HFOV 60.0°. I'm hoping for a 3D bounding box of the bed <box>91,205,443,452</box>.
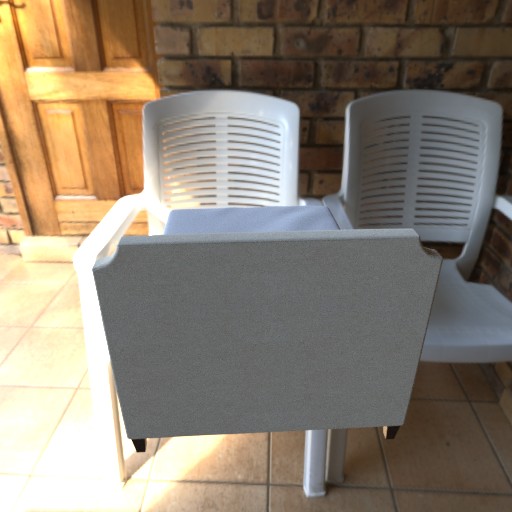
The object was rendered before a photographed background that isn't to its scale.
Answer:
[{"bbox_3d":[0.000,0.000,3.464,1.713,1.457,2.381,-2,28,-3],"label":"bed"}]
